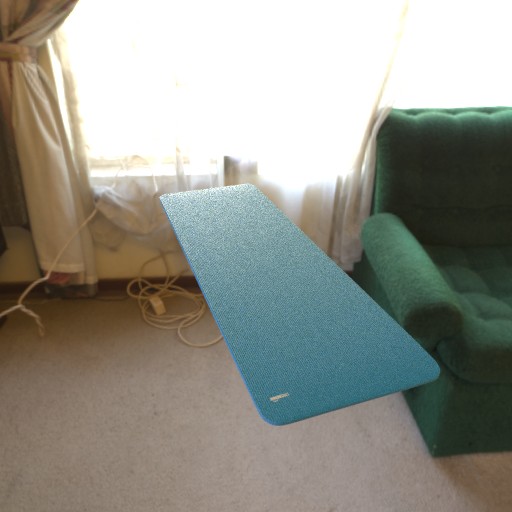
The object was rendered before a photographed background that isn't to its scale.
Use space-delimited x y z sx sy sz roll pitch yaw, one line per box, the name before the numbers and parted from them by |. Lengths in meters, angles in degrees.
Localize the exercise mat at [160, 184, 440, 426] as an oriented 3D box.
exercise mat | 0.000 0.000 2.081 0.616 0.021 1.869 -10 31 -17
